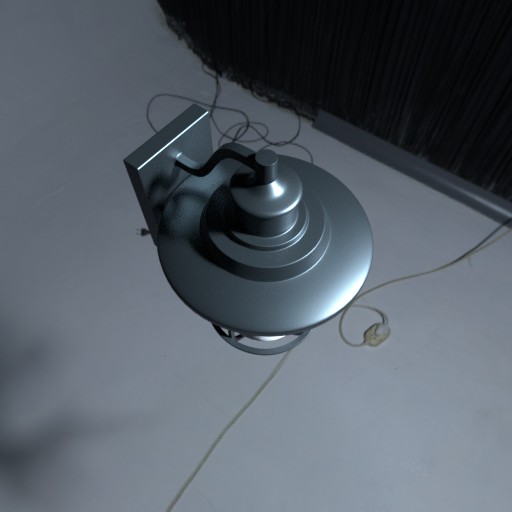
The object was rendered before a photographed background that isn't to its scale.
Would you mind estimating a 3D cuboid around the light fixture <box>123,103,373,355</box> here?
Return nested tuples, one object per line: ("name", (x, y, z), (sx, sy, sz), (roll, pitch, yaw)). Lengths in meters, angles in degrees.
("light fixture", (0.000, 0.000, 0.521), (0.252, 0.345, 0.222), (34, 65, 18))
